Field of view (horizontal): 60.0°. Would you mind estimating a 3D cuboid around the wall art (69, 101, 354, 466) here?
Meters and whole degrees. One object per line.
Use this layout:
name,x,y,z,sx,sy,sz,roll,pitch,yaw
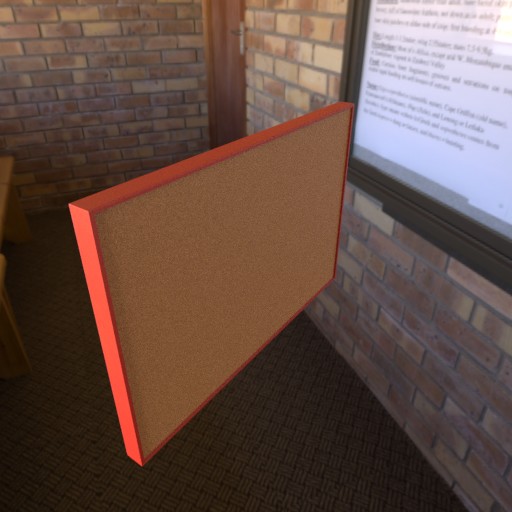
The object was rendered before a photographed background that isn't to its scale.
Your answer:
wall art,0.000,0.000,0.757,0.033,0.405,0.607,20,36,30
